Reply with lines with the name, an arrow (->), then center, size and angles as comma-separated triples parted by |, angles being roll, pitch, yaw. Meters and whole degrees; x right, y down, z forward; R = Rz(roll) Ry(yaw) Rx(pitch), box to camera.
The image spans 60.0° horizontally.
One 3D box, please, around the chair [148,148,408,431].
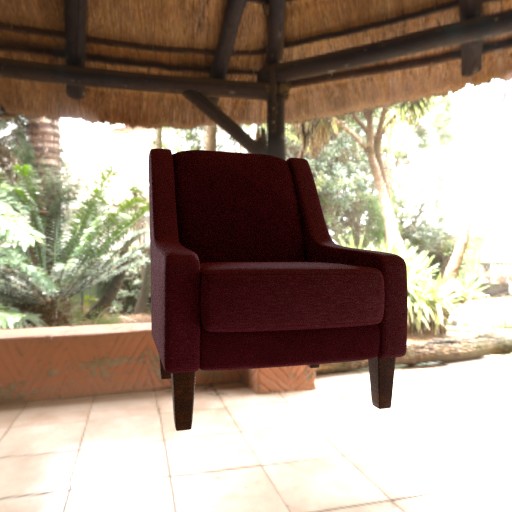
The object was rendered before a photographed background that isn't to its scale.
chair -> 0.000, 0.000, 1.755 | 0.793, 1.017, 0.985 | 0, 0, -16
